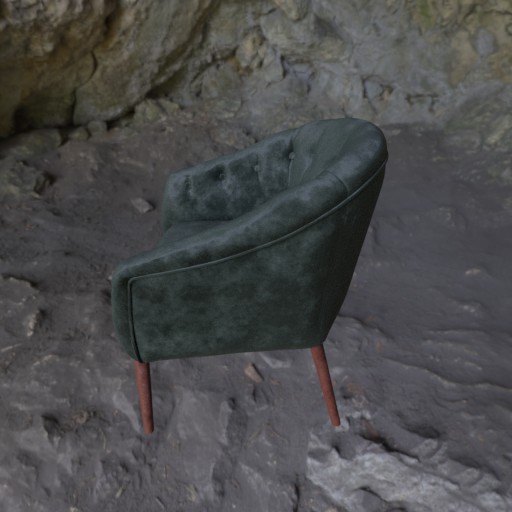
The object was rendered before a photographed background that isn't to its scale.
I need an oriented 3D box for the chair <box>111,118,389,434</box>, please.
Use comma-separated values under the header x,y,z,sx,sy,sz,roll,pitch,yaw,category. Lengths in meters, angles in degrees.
x,y,z,sx,sy,sz,roll,pitch,yaw,category
0.000,0.000,1.513,0.776,0.885,0.851,0,27,0,chair
